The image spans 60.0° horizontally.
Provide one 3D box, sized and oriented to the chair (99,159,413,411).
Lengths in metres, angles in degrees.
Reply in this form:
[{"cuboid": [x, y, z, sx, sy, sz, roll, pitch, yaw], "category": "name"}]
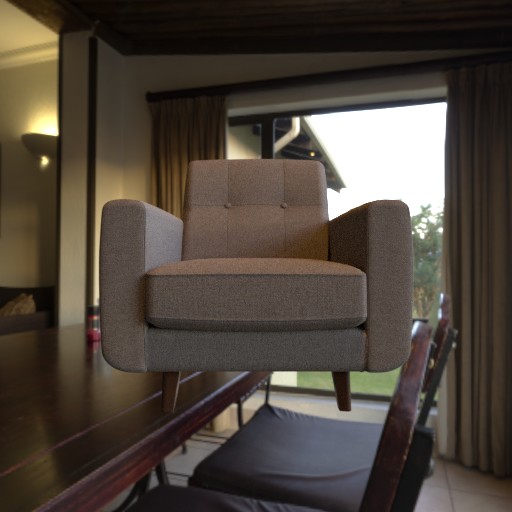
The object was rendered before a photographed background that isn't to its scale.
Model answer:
[{"cuboid": [0.000, 0.000, 1.586, 0.831, 0.839, 0.907, 0, -1, 0], "category": "chair"}]
